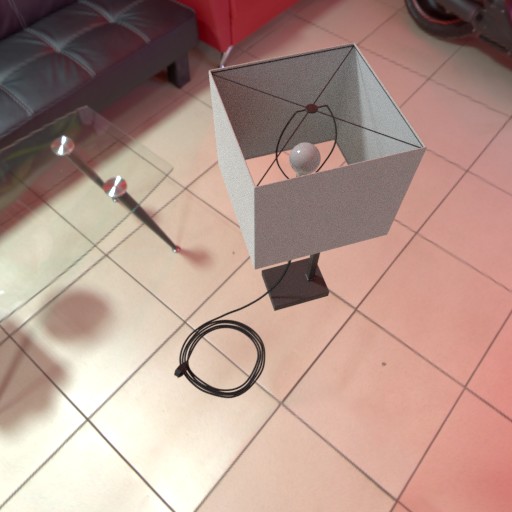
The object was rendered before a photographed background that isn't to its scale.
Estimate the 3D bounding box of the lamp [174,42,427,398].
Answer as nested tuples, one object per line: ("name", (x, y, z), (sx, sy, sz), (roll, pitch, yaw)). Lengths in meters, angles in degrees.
("lamp", (0.000, 0.000, 0.968), (0.504, 0.660, 0.399), (-15, 60, -9))
